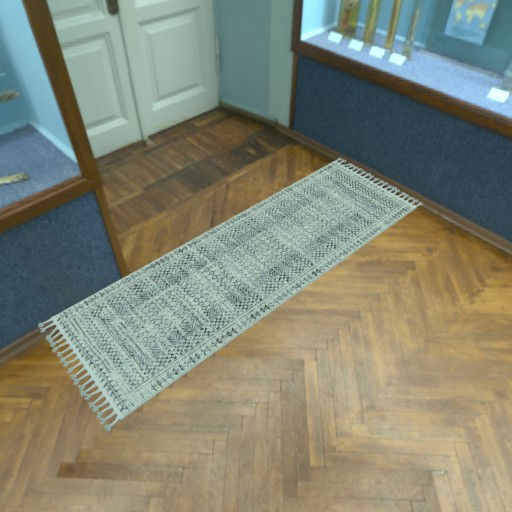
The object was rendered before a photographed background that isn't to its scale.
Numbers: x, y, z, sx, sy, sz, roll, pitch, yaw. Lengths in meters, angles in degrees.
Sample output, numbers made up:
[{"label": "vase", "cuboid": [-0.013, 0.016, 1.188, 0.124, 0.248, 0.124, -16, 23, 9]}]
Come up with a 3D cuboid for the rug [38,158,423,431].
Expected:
[{"label": "rug", "cuboid": [0.000, 0.000, 2.751, 2.480, 0.013, 0.786, -32, 53, -28]}]
